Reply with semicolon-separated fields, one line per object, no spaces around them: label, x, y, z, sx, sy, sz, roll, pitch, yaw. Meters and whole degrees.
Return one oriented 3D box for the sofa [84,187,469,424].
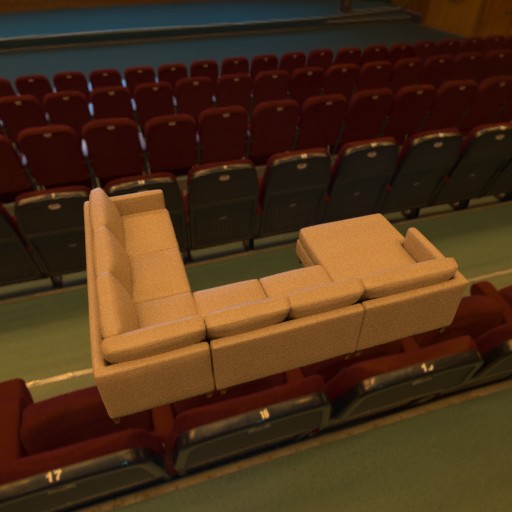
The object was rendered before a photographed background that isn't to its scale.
sofa;0.000;0.000;4.859;3.460;0.961;2.594;-12;42;-14
